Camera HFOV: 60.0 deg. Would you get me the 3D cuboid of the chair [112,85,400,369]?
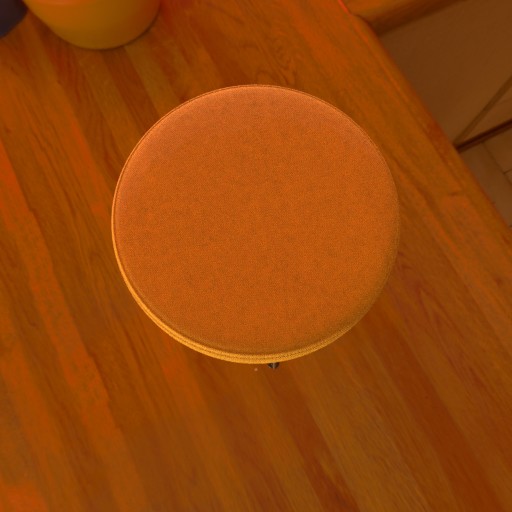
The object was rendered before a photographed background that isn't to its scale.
[{"bbox_3d":[0.000,0.000,0.722,0.345,0.455,0.345,32,78,8],"label":"chair"}]
